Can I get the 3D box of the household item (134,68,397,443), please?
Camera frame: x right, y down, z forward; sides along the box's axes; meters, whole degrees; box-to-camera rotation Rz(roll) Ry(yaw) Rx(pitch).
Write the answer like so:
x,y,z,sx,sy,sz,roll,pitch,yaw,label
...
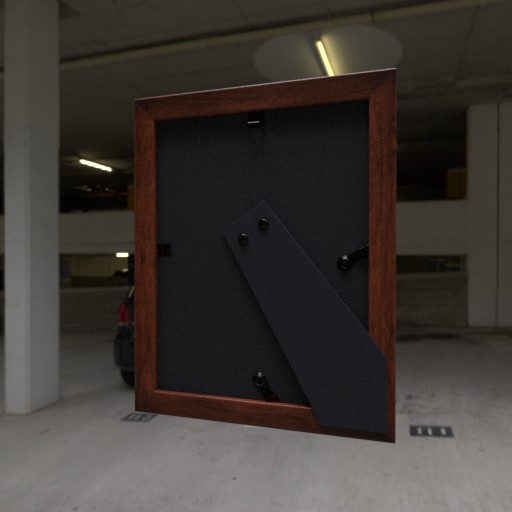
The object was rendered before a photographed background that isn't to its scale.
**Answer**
x,y,z,sx,sy,sz,roll,pitch,yaw,label
0.000,0.000,0.332,0.200,0.250,0.020,0,1,18,household item
